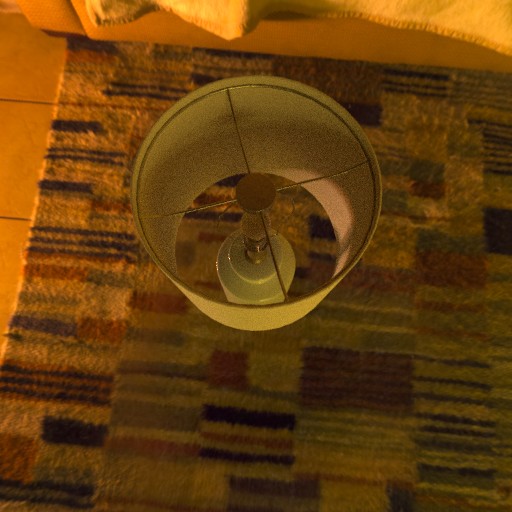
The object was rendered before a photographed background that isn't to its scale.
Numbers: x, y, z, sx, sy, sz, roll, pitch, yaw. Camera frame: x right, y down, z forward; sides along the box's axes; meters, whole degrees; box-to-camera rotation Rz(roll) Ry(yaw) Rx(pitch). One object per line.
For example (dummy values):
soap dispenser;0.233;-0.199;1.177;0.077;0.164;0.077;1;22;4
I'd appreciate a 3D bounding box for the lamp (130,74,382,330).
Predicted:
lamp;0.000;0.000;0.611;0.212;0.493;0.212;-14;76;-4
